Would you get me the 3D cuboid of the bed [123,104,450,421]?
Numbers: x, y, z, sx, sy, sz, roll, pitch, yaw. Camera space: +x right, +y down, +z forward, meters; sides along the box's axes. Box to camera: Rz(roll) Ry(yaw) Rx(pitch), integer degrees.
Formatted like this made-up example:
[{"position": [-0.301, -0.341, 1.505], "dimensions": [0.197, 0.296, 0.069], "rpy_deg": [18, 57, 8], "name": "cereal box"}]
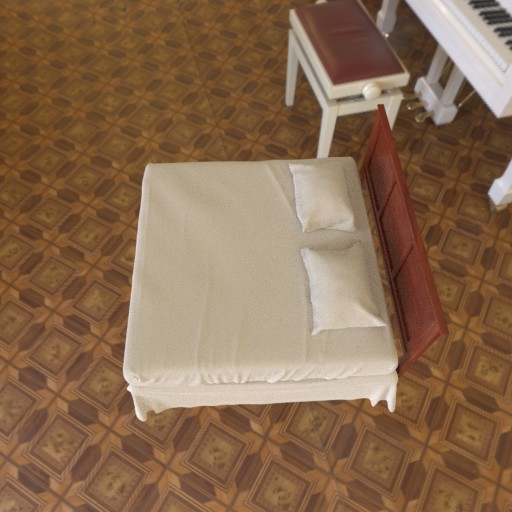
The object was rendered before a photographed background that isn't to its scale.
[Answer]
[{"position": [0.000, 0.000, 3.630], "dimensions": [2.219, 1.271, 2.314], "rpy_deg": [-2, 59, -1], "name": "bed"}]
